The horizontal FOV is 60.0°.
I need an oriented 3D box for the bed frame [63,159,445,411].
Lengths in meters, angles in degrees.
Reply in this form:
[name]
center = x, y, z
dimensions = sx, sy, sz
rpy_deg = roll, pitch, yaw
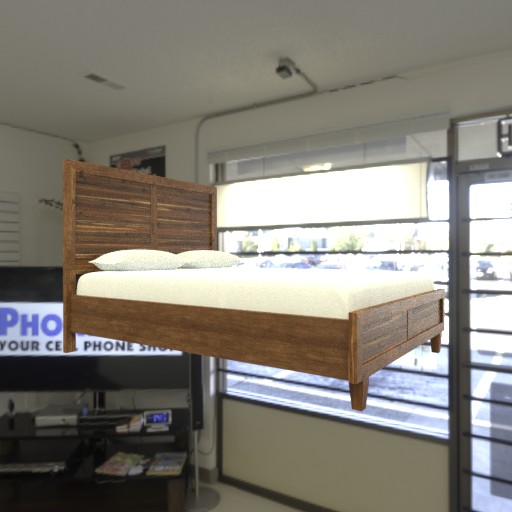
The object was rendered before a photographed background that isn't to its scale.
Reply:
[bed frame]
center = 0.000, 0.000, 3.289
dimensions = 2.276, 1.417, 1.696
rpy_deg = 0, 0, 35
